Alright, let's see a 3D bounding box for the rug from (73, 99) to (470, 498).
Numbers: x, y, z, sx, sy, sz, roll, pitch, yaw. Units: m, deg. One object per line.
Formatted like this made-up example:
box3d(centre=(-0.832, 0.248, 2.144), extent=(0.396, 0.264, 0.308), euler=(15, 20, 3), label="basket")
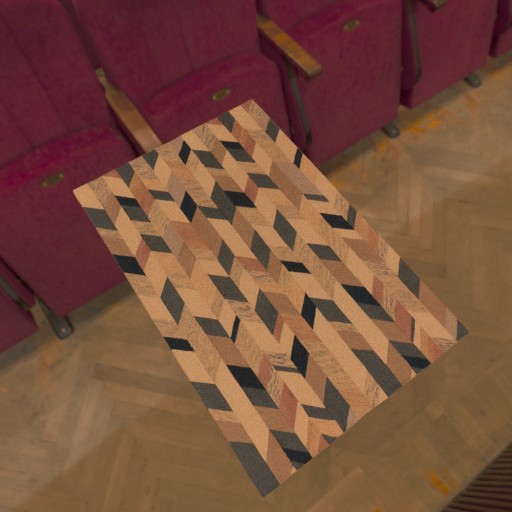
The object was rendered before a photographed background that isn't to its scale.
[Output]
box3d(centre=(0.000, 0.000, 2.254), extent=(1.202, 0.006, 1.813), euler=(-32, 68, -15), label="rug")
